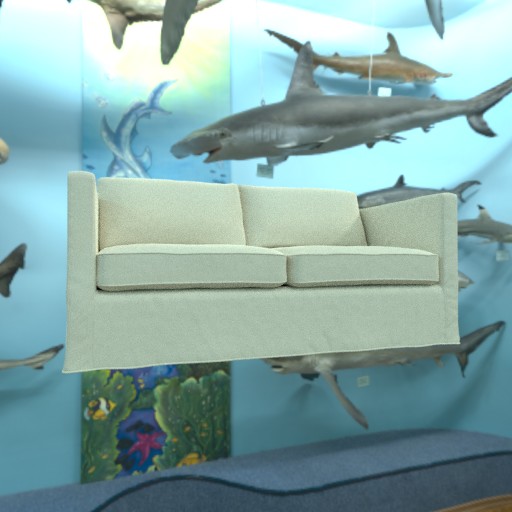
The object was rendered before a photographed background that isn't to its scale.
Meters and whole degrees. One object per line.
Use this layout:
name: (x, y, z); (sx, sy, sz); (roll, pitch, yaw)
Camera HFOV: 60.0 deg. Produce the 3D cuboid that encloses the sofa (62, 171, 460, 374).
sofa: (0.000, 0.000, 2.261); (1.746, 0.834, 0.962); (0, -1, -18)
